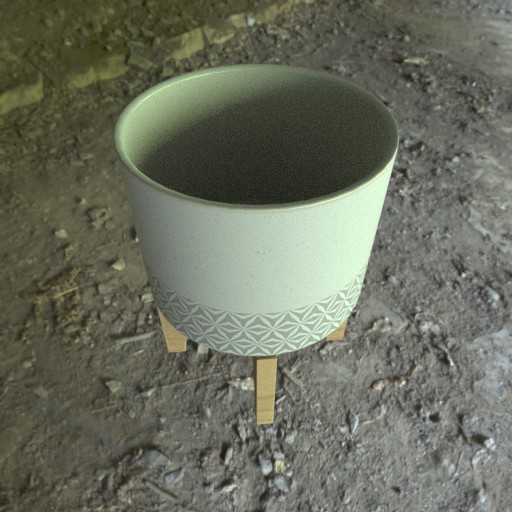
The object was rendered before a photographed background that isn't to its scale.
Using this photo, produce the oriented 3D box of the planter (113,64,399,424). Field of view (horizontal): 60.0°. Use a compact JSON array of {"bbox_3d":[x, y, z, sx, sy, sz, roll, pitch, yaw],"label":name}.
[{"bbox_3d":[0.000,0.000,0.390,0.188,0.260,0.188,0,45,0],"label":"planter"}]
